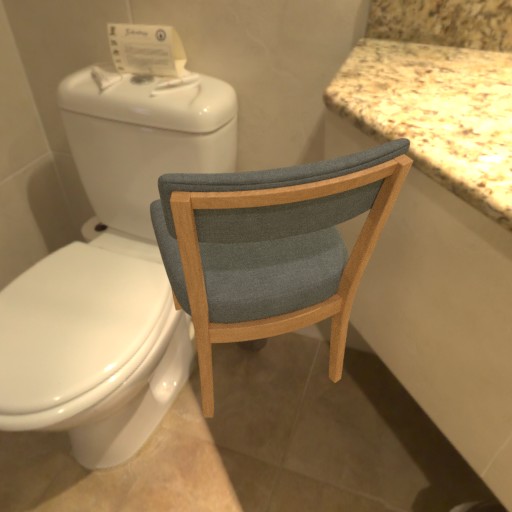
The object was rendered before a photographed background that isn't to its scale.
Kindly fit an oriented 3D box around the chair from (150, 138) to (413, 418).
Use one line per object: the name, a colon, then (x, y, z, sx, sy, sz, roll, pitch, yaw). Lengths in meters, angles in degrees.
chair: (0.000, 0.000, 1.219, 0.508, 0.832, 0.572, -11, 42, -13)
